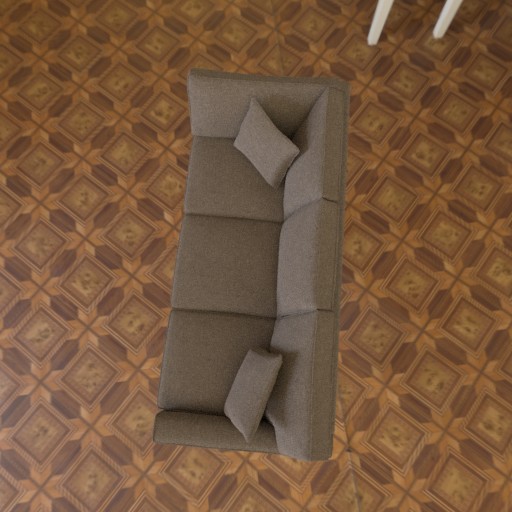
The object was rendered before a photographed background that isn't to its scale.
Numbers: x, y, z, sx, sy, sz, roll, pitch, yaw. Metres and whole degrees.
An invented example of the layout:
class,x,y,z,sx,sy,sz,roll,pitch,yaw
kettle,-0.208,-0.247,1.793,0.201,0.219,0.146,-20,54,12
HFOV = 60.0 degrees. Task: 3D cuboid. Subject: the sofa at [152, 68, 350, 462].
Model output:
class,x,y,z,sx,sy,sz,roll,pitch,yaw
sofa,0.000,0.000,2.880,1.061,0.962,2.317,5,75,1
